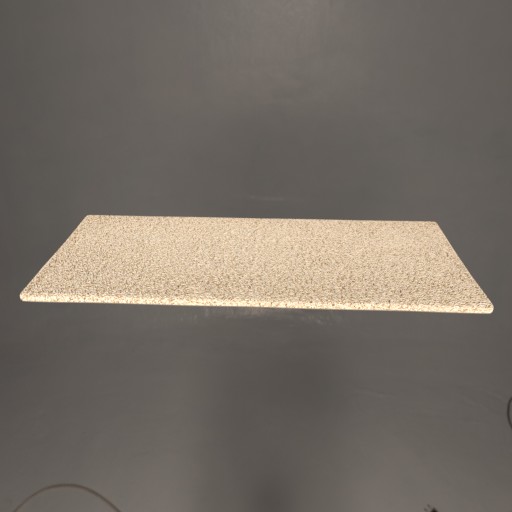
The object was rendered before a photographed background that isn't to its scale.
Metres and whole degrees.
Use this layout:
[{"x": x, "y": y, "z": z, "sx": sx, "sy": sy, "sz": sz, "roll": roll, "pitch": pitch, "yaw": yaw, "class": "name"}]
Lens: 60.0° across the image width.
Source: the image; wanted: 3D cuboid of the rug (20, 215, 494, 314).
[{"x": 0.000, "y": 0.000, "z": 1.678, "sx": 1.524, "sy": 0.030, "sz": 0.609, "roll": 1, "pitch": 31, "yaw": 2, "class": "rug"}]
